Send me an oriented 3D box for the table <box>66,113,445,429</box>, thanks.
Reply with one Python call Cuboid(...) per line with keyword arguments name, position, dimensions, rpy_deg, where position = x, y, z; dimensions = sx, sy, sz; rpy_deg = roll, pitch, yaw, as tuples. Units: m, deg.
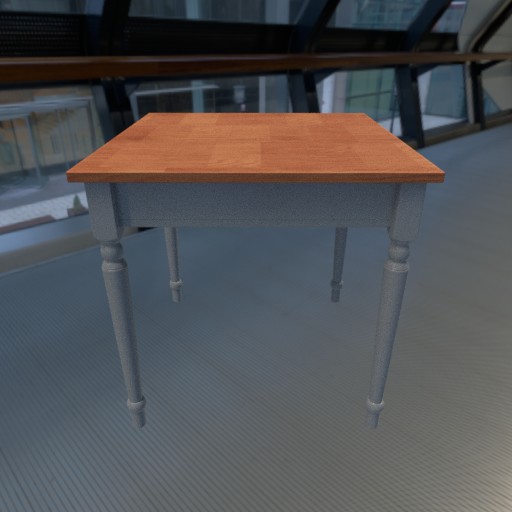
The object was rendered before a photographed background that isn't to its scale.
Cuboid(name="table", position=(0.000, 0.000, 1.369), dimensions=(0.747, 0.738, 0.747), rpy_deg=(0, 26, 0))
